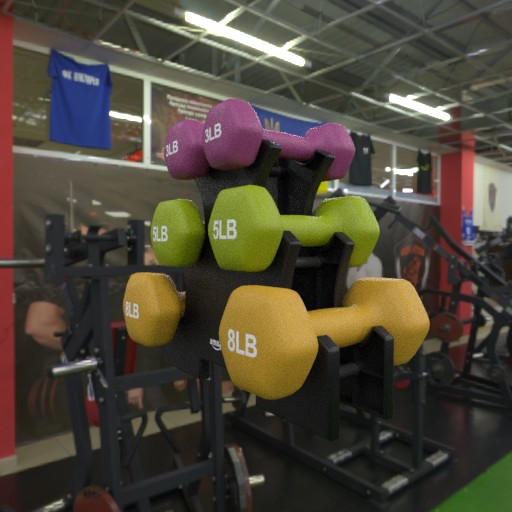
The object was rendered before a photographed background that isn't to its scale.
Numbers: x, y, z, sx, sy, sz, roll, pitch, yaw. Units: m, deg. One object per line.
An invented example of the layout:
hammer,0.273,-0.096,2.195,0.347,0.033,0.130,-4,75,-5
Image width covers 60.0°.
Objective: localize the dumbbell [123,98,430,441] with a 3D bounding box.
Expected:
dumbbell,0.000,0.000,0.463,0.190,0.271,0.300,-1,2,-37
